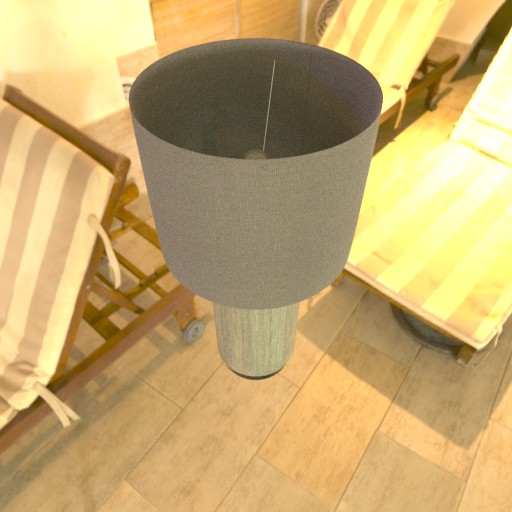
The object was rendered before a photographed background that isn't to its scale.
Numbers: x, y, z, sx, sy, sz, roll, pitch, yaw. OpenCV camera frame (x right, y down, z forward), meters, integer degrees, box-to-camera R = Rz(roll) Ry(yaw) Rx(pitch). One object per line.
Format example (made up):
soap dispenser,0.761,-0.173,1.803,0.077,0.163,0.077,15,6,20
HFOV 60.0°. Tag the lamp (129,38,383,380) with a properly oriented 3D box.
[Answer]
lamp,0.000,0.000,0.562,0.228,0.444,0.228,32,55,27
